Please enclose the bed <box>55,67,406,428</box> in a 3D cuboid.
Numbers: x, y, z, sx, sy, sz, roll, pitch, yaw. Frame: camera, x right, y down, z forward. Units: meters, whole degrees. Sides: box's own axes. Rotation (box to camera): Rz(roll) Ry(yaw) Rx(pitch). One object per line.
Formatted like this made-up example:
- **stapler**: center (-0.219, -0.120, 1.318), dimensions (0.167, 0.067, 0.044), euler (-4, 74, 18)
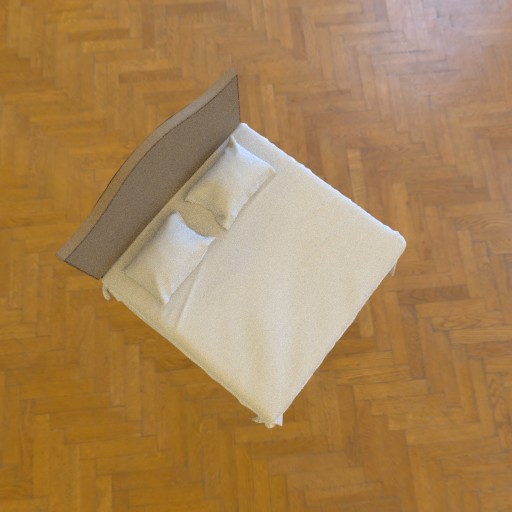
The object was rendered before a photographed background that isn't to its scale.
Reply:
- **bed**: center (0.000, 0.000, 3.796), dimensions (2.222, 1.651, 2.311), euler (38, 79, 8)
